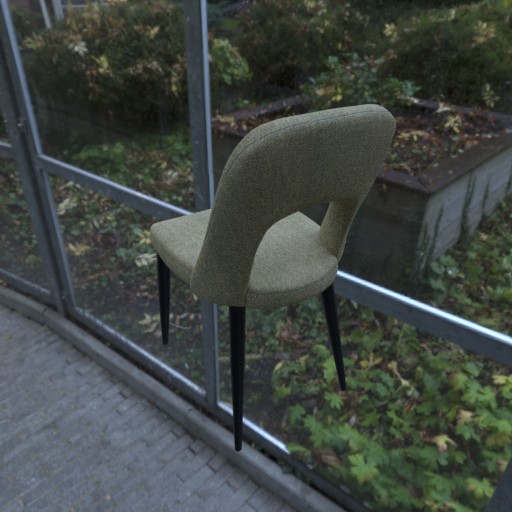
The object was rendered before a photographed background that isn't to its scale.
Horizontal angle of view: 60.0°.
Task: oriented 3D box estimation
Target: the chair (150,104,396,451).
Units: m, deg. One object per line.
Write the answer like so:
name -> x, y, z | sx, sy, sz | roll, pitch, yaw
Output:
chair -> 0.000, 0.000, 1.288 | 0.470, 0.931, 0.612 | -18, 35, -28
